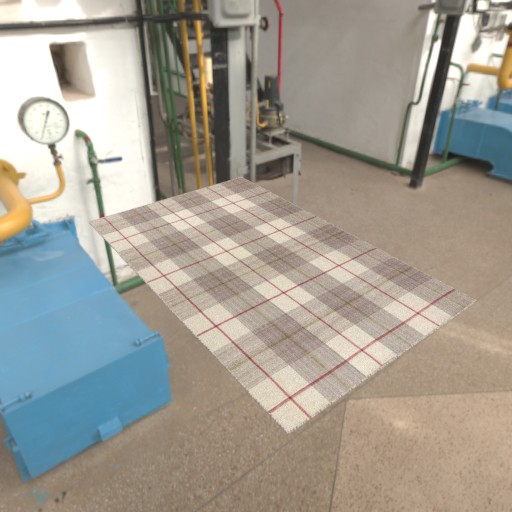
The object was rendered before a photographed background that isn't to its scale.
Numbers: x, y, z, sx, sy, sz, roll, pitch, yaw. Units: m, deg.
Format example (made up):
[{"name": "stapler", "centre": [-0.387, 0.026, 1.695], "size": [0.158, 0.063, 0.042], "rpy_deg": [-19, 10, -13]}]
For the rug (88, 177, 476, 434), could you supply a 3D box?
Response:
[{"name": "rug", "centre": [0.000, 0.000, 3.138], "size": [1.549, 0.010, 2.464], "rpy_deg": [-22, 39, -31]}]
